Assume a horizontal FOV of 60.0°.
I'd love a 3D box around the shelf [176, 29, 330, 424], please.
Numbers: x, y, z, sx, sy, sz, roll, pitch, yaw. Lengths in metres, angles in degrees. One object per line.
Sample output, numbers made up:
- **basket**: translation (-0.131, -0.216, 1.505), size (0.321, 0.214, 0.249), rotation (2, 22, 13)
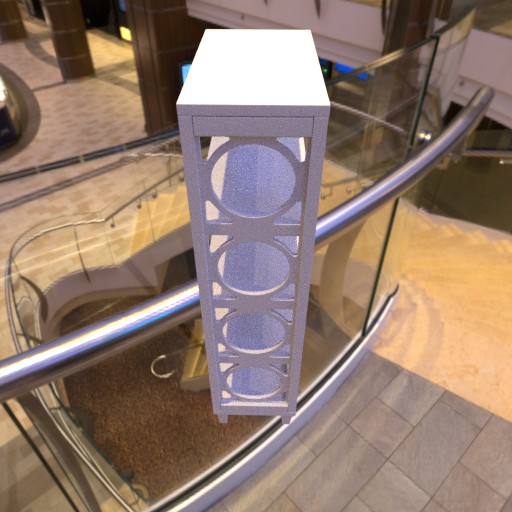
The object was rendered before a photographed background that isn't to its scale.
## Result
- **shelf**: translation (0.000, 0.000, 1.666), size (0.340, 1.411, 0.611), rotation (1, 41, 1)
